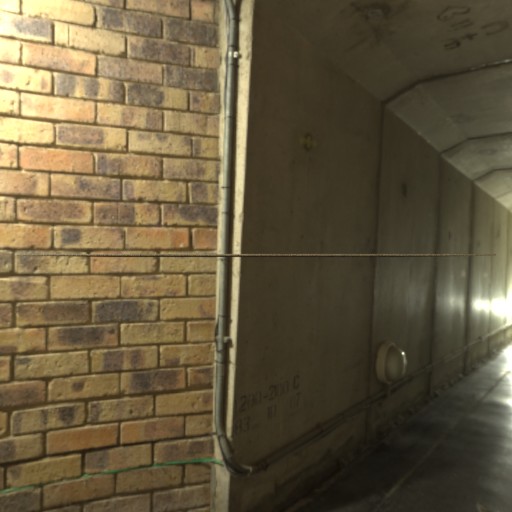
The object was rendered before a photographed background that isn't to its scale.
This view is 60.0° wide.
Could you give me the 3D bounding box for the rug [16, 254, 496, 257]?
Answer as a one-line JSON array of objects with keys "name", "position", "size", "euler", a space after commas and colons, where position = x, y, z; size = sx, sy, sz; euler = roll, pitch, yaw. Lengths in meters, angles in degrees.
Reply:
[{"name": "rug", "position": [0.000, 0.000, 2.988], "size": [2.433, 0.007, 1.507], "euler": [0, 0, 0]}]
